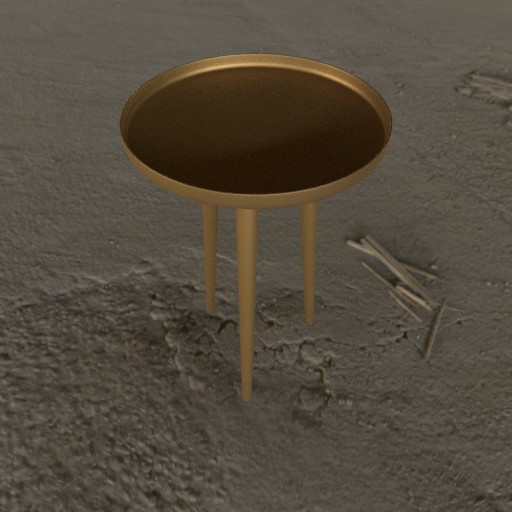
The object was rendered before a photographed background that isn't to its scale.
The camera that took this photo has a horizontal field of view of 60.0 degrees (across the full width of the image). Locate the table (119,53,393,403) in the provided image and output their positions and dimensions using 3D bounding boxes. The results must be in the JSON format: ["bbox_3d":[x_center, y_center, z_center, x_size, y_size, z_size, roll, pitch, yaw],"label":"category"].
[{"bbox_3d":[0.000,0.000,0.670,0.299,0.480,0.299,-19,50,-17],"label":"table"}]
